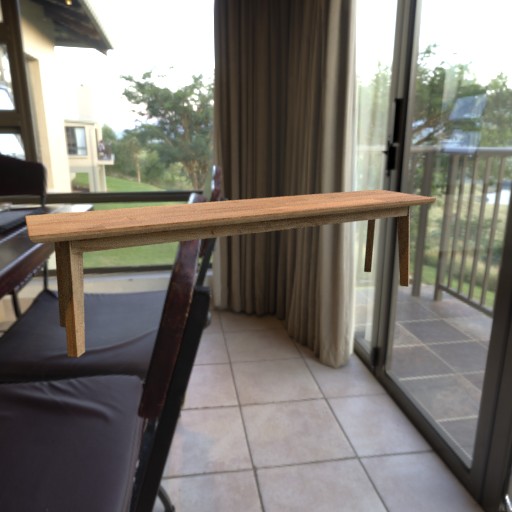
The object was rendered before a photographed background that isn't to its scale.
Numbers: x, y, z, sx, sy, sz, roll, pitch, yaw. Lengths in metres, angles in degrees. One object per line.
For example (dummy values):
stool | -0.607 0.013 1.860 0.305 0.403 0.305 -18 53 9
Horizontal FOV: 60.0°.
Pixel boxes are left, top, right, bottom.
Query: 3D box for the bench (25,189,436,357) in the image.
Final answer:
bench | 0.000 0.000 1.890 1.698 0.431 0.378 -8 17 -27
